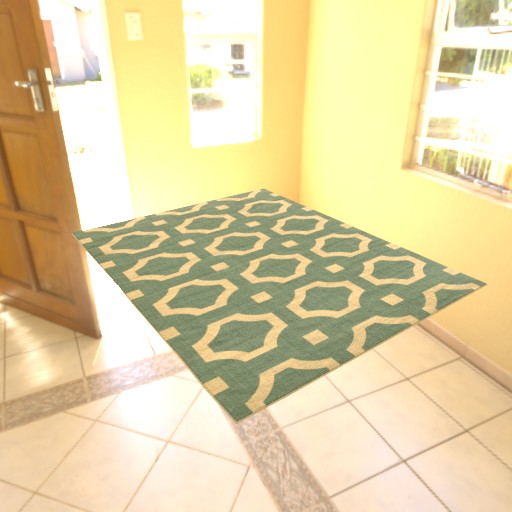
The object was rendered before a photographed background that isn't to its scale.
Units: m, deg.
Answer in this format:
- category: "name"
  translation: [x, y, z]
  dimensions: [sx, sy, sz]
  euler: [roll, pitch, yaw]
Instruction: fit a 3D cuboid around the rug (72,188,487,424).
- category: "rug"
  translation: [0.000, 0.000, 4.073]
  dimensions: [2.466, 0.021, 3.049]
  euler: [-18, 32, -32]
